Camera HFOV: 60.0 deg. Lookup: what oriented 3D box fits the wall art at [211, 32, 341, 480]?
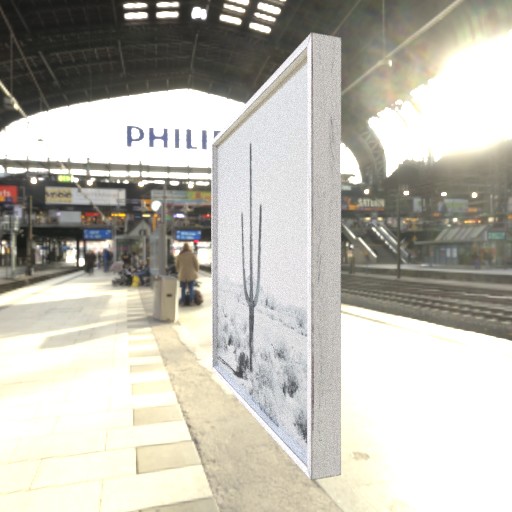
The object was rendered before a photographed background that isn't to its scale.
[{"bbox_3d":[0.000,0.000,0.749,0.038,0.508,0.508,0,0,-19],"label":"wall art"}]
